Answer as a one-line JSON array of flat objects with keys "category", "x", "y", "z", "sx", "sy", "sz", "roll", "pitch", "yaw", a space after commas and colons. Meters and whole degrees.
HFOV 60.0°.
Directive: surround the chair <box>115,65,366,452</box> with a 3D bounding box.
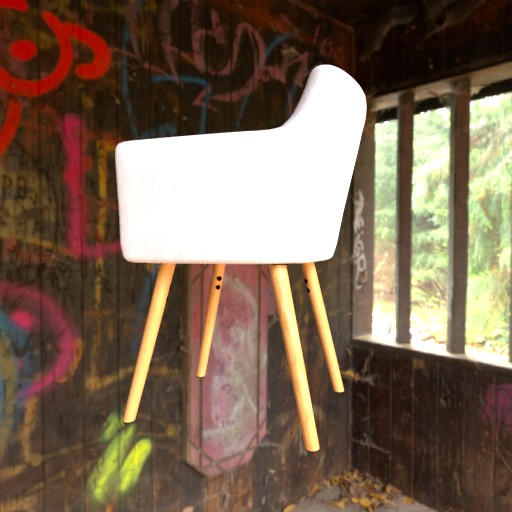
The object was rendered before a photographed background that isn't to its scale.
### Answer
[{"category": "chair", "x": 0.000, "y": 0.000, "z": 1.136, "sx": 0.540, "sy": 0.780, "sz": 0.570, "roll": 1, "pitch": 2, "yaw": 19}]
